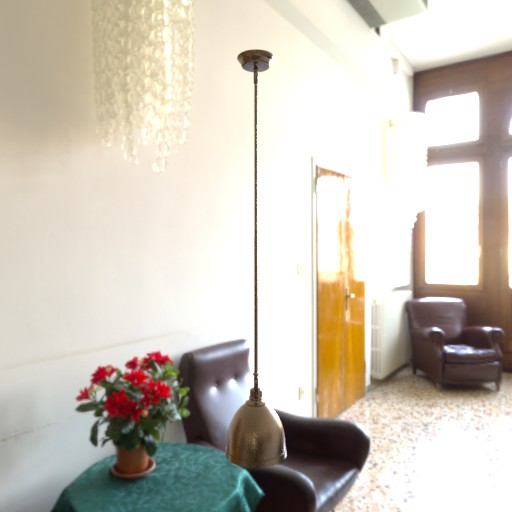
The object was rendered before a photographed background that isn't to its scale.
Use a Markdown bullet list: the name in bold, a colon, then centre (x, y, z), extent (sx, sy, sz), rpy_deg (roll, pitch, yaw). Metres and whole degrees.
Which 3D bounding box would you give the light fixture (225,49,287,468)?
- **light fixture**: centre (0.000, 0.000, 1.530), extent (0.211, 1.367, 0.217), rpy_deg (0, 0, -1)
